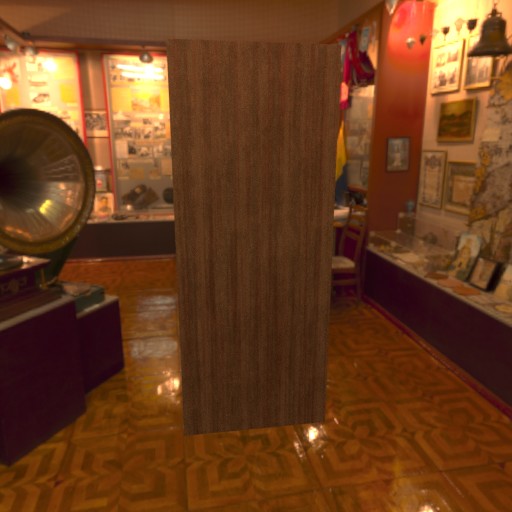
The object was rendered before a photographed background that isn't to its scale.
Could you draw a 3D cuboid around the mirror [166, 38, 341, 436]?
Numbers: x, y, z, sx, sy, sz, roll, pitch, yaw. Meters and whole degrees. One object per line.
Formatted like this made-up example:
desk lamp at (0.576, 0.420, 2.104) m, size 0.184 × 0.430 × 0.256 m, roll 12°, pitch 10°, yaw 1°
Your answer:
mirror at (0.000, 0.000, 2.294) m, size 0.812 × 2.032 × 0.025 m, roll -2°, pitch 14°, yaw -9°
